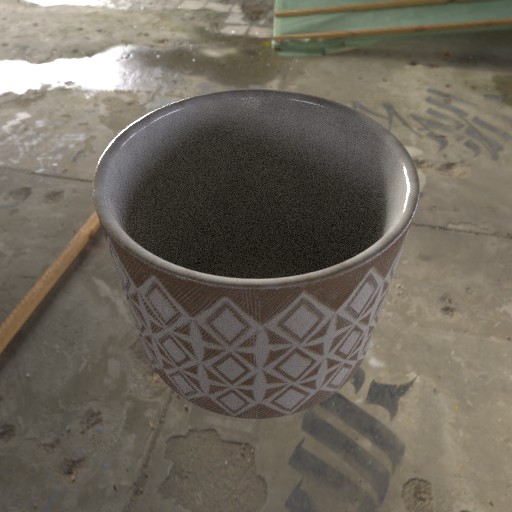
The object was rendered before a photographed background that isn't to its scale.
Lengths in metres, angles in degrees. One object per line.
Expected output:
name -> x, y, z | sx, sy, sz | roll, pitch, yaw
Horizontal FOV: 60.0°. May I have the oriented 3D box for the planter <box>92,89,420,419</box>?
planter -> 0.000, 0.000, 0.328 | 0.193, 0.165, 0.193 | 0, 47, 0
